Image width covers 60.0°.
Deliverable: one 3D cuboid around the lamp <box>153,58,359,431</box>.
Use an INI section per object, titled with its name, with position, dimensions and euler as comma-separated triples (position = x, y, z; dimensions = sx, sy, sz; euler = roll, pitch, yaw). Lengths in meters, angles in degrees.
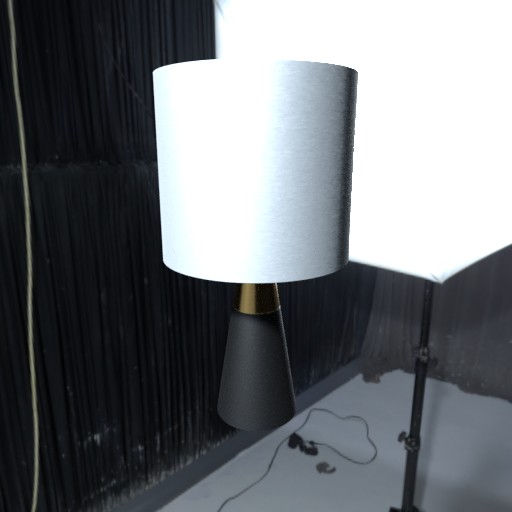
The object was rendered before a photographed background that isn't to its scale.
[lamp]
position = 0.000, 0.000, 0.750
dimensions = 0.308, 0.580, 0.308
euler = -14, 20, -43
